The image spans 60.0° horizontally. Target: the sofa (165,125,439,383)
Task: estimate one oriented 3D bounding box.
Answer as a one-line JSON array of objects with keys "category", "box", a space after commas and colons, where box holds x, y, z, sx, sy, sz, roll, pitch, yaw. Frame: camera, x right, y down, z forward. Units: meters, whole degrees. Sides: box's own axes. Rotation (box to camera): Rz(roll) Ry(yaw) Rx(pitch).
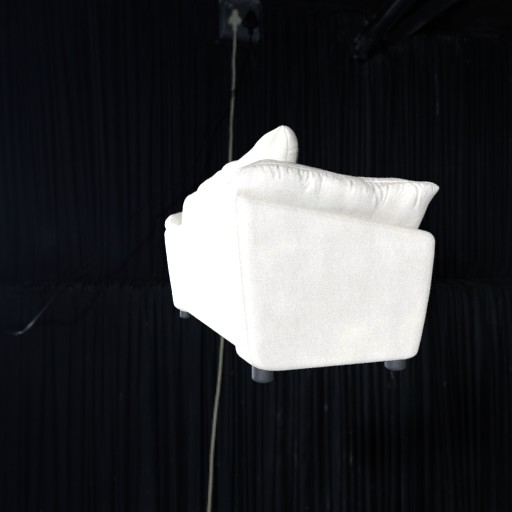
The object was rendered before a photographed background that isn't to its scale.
[{"category": "sofa", "box": [0.000, 0.000, 2.764, 0.878, 0.996, 2.334, 0, 0, -18]}]
